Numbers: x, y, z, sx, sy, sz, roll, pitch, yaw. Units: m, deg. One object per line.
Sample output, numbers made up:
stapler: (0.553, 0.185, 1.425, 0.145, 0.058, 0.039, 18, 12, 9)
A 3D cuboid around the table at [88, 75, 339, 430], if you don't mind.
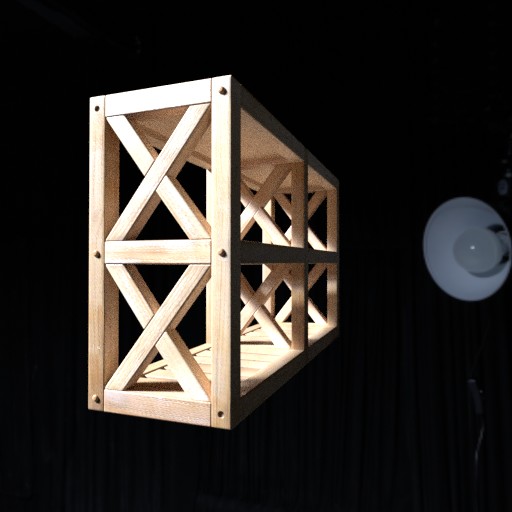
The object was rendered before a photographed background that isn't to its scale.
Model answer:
table: (0.000, 0.000, 1.626, 0.381, 0.762, 1.320, 0, -1, 21)
